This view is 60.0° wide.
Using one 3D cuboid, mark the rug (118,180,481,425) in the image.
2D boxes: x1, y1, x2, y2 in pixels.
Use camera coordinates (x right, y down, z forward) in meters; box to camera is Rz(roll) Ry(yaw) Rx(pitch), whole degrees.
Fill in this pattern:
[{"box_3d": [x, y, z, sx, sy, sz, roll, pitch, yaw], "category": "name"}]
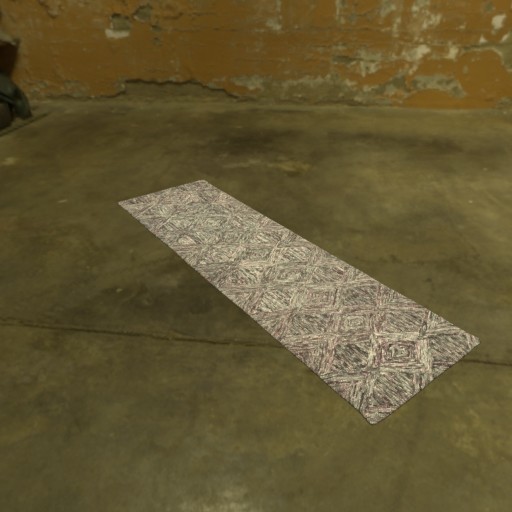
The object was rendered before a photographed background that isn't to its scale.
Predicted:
[{"box_3d": [0.000, 0.000, 2.509, 0.719, 0.013, 2.305, -22, 38, -31], "category": "rug"}]
